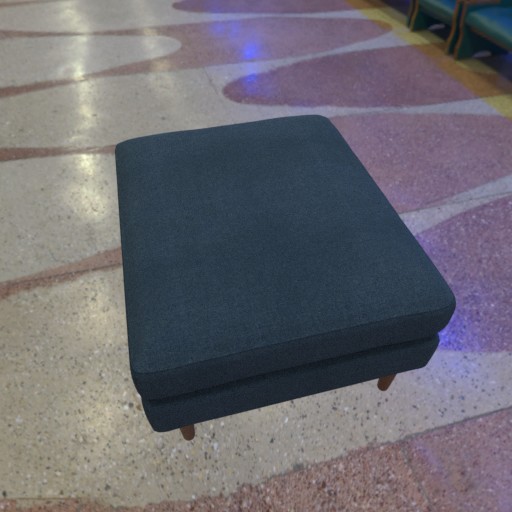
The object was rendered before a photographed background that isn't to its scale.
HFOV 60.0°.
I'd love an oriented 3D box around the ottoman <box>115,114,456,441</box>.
[{"bbox_3d":[0.000,0.000,1.262,0.693,0.474,0.821,-11,47,-10],"label":"ottoman"}]
